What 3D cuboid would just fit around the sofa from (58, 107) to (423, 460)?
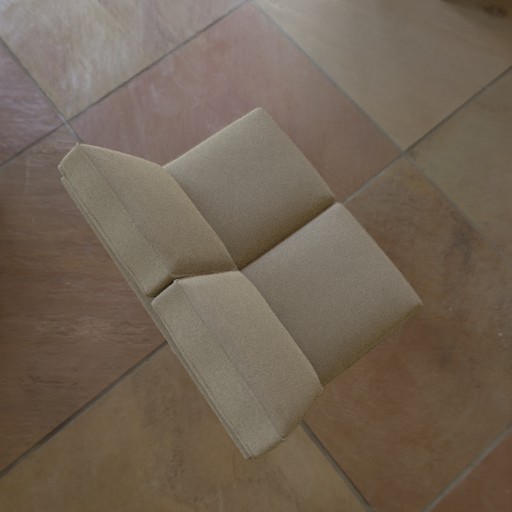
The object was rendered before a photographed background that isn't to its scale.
[{"bbox_3d":[0.000,0.000,1.937,0.951,1.008,1.237,-35,78,-9],"label":"sofa"}]
